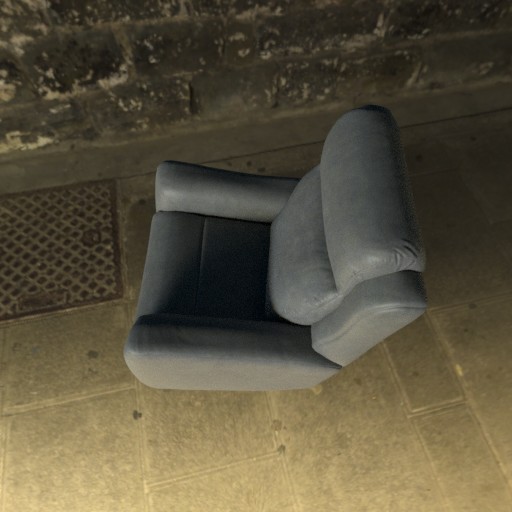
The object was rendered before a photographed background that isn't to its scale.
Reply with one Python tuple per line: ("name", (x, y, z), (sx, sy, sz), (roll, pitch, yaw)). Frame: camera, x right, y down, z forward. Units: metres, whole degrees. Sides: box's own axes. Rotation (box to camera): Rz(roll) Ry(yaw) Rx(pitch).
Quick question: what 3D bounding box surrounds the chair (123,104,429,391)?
("chair", (0.000, 0.000, 1.912), (1.068, 1.116, 0.965), (1, 59, 1))
